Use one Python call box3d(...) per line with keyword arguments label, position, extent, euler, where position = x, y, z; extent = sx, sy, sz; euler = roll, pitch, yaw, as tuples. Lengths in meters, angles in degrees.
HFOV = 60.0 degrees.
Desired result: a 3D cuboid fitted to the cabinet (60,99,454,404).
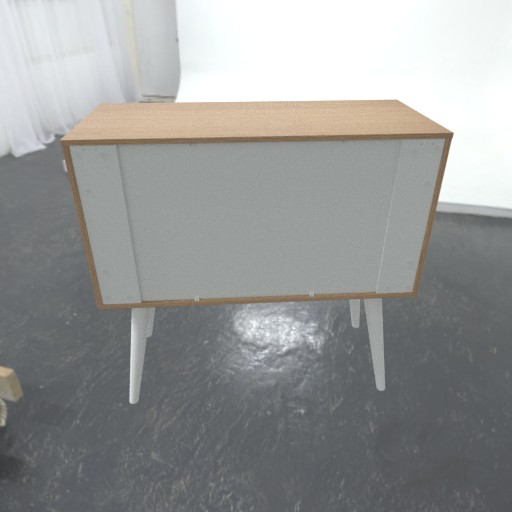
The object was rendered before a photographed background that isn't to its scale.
box3d(label="cabinet", position=(0.000, 0.000, 1.644), extent=(1.057, 1.016, 0.470), euler=(-2, 30, -3))
